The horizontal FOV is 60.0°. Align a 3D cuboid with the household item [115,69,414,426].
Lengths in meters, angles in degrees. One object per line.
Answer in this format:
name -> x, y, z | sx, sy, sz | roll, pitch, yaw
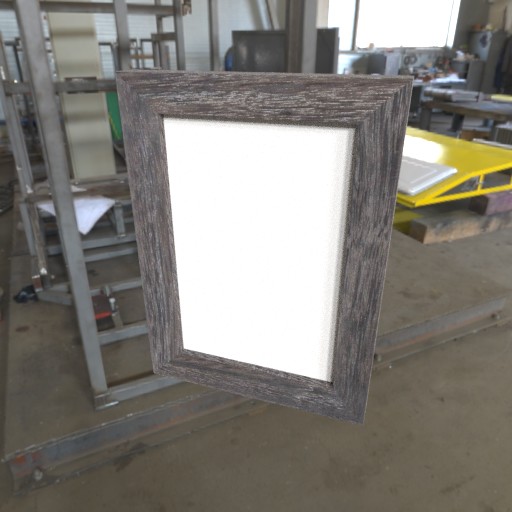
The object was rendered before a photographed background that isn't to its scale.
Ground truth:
household item -> 0.000, 0.000, 0.235 | 0.133, 0.180, 0.020 | 9, 27, 17
